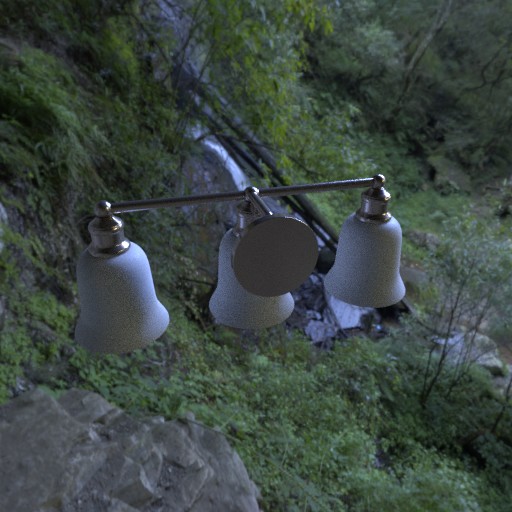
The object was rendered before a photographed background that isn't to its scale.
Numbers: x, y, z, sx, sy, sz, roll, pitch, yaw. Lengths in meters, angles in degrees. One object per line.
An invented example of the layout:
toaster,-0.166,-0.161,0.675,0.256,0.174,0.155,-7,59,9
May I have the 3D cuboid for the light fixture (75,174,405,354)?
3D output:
light fixture,0.000,0.000,0.685,0.570,0.211,0.198,-8,29,-14
